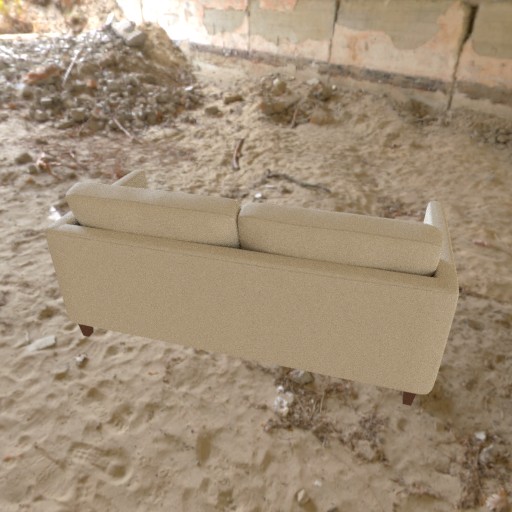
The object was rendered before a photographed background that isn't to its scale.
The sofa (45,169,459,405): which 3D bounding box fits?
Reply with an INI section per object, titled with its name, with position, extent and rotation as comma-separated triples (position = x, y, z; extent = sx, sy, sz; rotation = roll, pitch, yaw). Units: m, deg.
[sofa]
position = 0.000, 0.000, 2.506
extent = 1.981, 0.889, 0.965
rotation = 8, 32, 14
